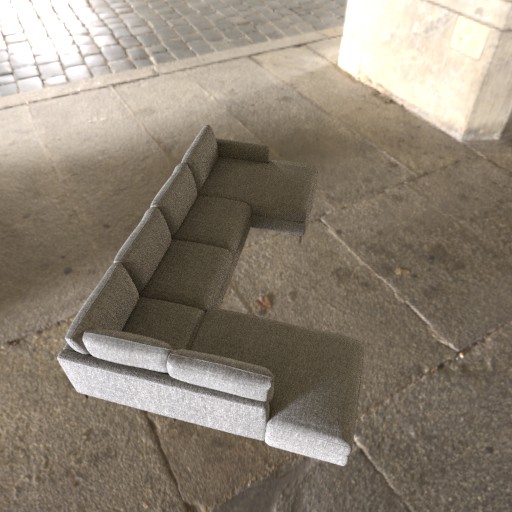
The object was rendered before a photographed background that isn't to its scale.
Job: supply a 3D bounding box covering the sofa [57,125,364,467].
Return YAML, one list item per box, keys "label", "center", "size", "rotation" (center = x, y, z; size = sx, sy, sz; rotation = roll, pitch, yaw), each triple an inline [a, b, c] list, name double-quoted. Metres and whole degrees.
- label: "sofa"
  center: [0.000, 0.000, 3.607]
  size: [1.879, 0.756, 2.737]
  rotation: [11, 47, 10]
